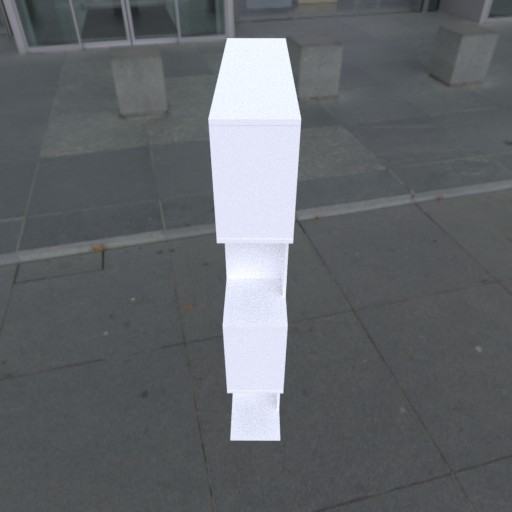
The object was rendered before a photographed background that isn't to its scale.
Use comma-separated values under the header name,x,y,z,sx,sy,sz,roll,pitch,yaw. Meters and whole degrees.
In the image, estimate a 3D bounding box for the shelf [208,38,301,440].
name,x,y,z,sx,sy,sz,roll,pitch,yaw
shelf,0.000,0.000,2.046,0.250,1.650,0.890,0,39,0
